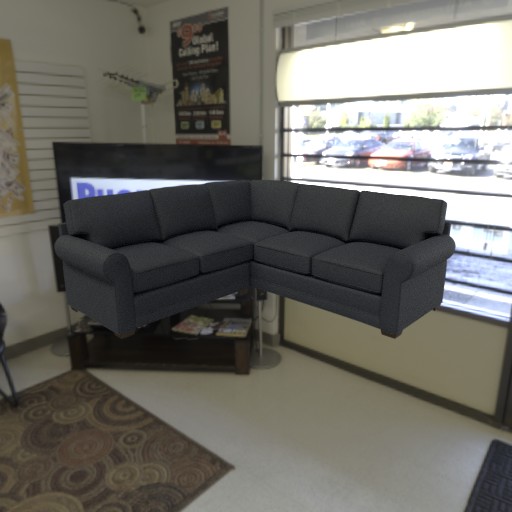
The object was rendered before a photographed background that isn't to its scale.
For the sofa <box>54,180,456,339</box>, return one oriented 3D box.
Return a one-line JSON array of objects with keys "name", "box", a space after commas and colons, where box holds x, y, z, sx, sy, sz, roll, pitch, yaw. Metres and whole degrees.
[{"name": "sofa", "box": [0.000, 0.000, 3.871, 2.562, 1.042, 2.487, 14, 21, 41]}]
